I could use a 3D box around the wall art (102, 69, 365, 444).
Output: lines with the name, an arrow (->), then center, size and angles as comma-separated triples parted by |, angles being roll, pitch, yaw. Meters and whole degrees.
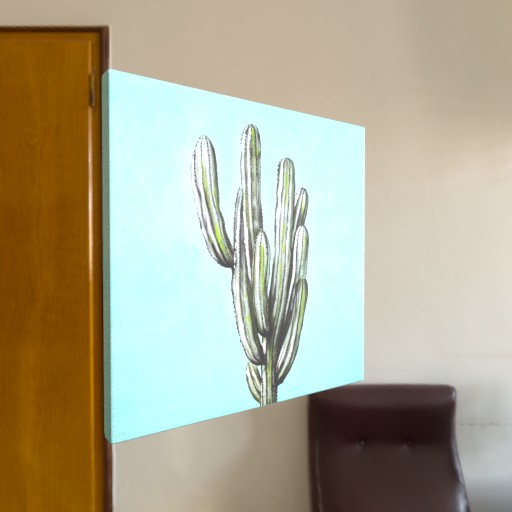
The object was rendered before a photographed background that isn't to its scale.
wall art -> 0.000, 0.000, 1.140 | 0.765, 0.766, 0.054 | -1, 1, -35
